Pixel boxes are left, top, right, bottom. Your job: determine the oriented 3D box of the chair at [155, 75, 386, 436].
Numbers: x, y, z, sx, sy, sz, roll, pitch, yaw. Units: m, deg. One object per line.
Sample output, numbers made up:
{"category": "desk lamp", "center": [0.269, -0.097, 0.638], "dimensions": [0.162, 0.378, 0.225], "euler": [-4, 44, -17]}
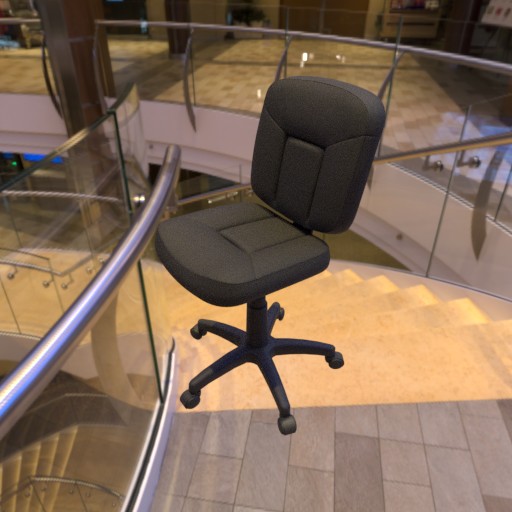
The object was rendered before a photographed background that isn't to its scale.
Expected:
{"category": "chair", "center": [0.000, 0.000, 1.374], "dimensions": [0.610, 0.972, 0.610], "euler": [-22, 38, -31]}
